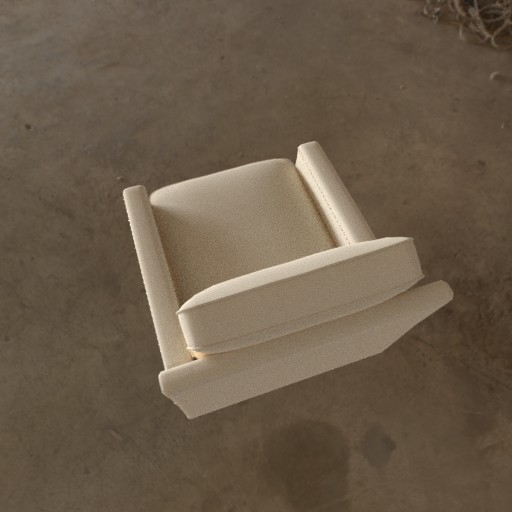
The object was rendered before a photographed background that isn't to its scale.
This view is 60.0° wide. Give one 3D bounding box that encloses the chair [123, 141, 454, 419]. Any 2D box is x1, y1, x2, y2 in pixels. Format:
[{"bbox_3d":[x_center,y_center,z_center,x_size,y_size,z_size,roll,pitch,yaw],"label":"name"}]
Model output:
[{"bbox_3d":[0.000,0.000,1.707,0.853,0.943,1.014,-16,59,-10],"label":"chair"}]
